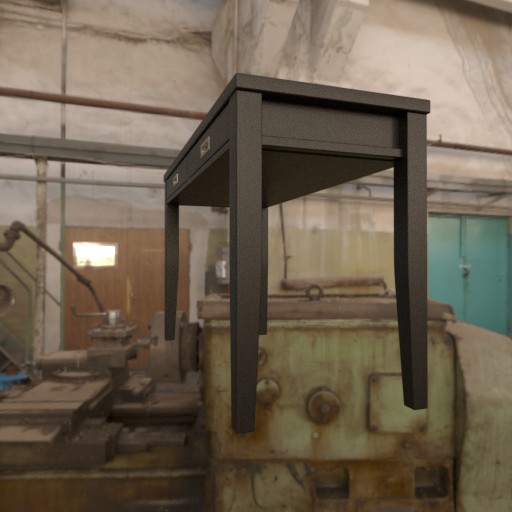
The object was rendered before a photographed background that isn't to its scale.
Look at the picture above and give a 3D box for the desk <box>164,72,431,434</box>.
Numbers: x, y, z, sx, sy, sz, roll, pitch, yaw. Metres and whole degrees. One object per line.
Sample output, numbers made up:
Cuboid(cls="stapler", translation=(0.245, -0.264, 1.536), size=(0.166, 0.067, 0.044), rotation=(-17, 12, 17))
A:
Cuboid(cls="desk", translation=(0.000, 0.000, 1.600), size=(0.508, 0.775, 1.220), rotation=(0, 0, -19))
